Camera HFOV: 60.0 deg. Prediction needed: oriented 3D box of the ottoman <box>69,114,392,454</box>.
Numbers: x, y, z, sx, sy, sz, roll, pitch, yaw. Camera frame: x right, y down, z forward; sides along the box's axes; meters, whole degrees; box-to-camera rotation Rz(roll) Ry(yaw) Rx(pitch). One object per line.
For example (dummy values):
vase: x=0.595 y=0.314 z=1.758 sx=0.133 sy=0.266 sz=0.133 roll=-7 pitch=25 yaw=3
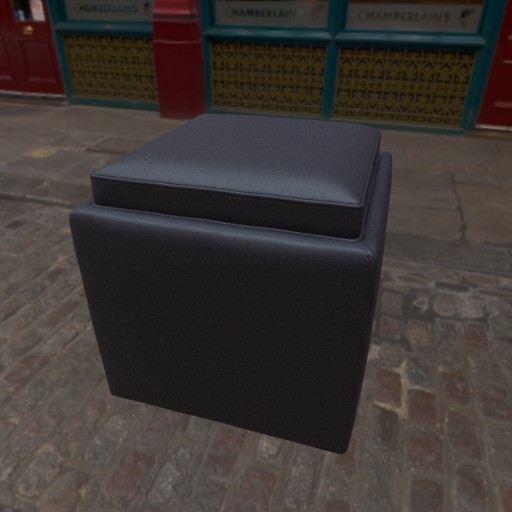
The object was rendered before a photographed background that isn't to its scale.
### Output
ottoman: x=0.000 y=0.000 z=0.834 sx=0.451 sy=0.460 sz=0.450 roll=9 pitch=31 yaw=15
